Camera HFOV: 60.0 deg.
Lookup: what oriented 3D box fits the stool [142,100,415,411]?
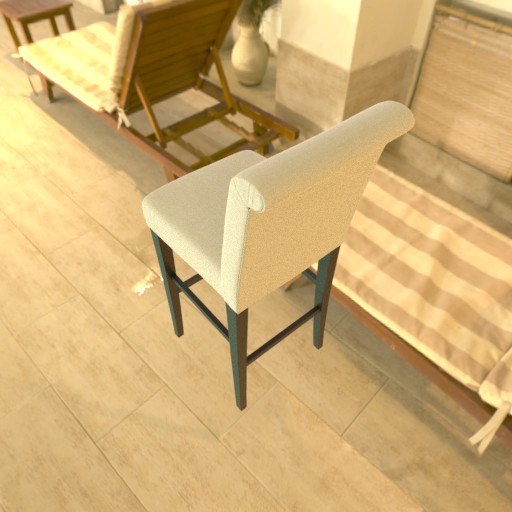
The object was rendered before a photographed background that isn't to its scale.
[{"bbox_3d":[0.000,0.000,1.436,0.452,1.124,0.597,-32,55,-26],"label":"stool"}]
